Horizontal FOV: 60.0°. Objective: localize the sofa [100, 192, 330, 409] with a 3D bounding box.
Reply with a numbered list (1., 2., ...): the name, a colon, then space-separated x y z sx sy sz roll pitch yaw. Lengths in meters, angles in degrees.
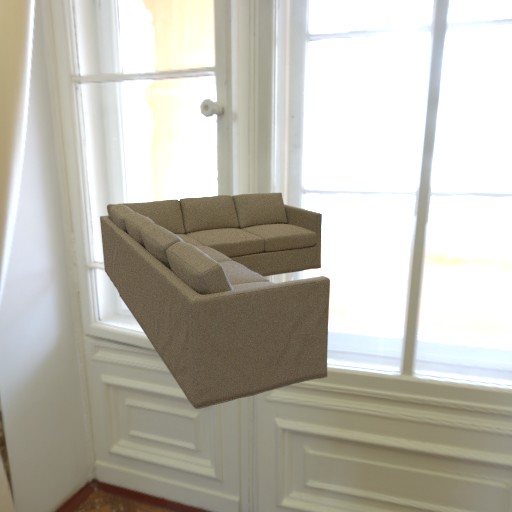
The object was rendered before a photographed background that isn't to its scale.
1. sofa: 0.000 0.000 4.327 2.432 0.871 3.182 -7 16 -27
